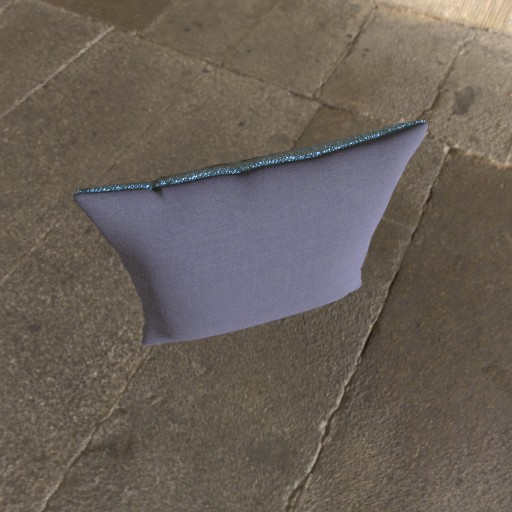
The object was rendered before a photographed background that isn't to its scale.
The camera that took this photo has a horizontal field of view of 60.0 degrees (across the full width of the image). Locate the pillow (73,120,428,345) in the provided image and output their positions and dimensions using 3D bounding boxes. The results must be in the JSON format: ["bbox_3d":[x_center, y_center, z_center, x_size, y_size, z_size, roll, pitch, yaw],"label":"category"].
[{"bbox_3d":[0.000,0.000,0.674,0.436,0.430,0.138,-14,59,-9],"label":"pillow"}]
